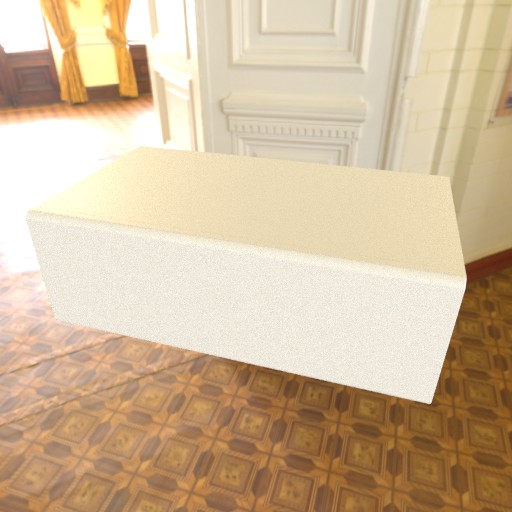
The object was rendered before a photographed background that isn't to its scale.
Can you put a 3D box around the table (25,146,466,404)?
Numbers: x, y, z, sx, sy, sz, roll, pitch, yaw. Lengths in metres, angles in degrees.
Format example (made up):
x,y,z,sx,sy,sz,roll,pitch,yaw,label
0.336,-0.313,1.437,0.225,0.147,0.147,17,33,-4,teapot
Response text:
x,y,z,sx,sy,sz,roll,pitch,yaw,label
0.000,0.000,1.413,1.097,0.442,0.639,9,32,15,table
